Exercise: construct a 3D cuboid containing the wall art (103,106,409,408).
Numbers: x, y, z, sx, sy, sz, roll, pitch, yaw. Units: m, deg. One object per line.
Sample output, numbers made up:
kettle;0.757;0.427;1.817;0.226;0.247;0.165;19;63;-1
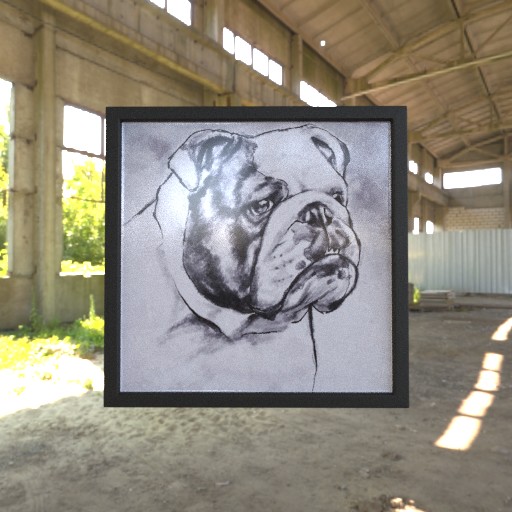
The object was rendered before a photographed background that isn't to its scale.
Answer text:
wall art;0.000;0.000;0.975;0.663;0.659;0.016;0;-1;0
